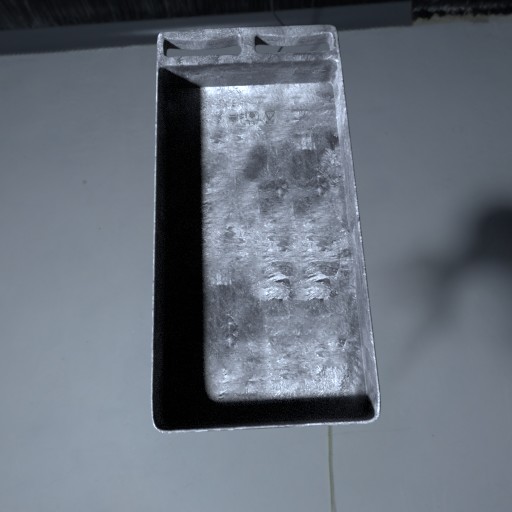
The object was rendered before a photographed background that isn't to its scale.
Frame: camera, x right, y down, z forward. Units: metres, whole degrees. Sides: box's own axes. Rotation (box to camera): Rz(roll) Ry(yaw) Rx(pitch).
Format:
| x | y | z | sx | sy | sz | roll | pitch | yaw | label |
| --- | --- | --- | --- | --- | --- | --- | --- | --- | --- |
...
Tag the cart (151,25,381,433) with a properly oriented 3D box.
| x | y | z | sx | sy | sz | roll | pitch | yaw | label |
| --- | --- | --- | --- | --- | --- | --- | --- | --- | --- |
| 0.000 | 0.000 | 1.305 | 0.420 | 0.824 | 0.877 | -3 | 74 | -1 | cart |
